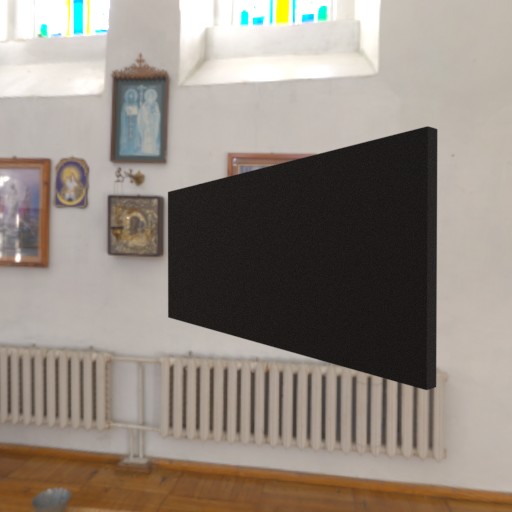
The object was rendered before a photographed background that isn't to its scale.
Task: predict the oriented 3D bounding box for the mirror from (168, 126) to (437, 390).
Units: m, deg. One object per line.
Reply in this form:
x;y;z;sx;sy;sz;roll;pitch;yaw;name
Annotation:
0.000;0.000;1.812;0.047;0.692;1.584;0;1;-36;mirror
